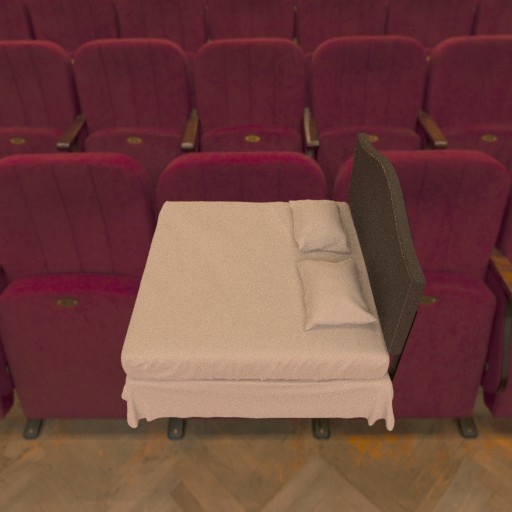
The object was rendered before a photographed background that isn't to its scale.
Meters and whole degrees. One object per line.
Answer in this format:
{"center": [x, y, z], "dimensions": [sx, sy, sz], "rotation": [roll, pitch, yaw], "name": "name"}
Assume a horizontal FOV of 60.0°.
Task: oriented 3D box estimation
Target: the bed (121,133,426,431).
{"center": [0.000, 0.000, 3.797], "dimensions": [2.219, 1.651, 2.314], "rotation": [0, 41, 0], "name": "bed"}
